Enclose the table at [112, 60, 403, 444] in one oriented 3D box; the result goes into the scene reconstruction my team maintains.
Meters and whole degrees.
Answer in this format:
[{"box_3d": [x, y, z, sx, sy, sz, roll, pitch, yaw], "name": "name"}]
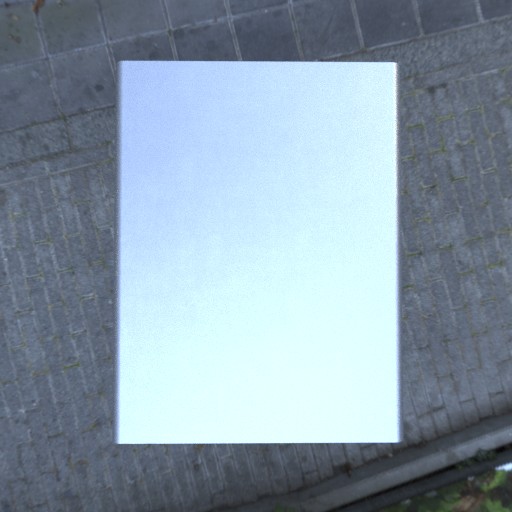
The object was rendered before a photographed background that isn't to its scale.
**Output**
[{"box_3d": [0.000, 0.000, 1.320, 0.584, 0.876, 0.762, 0, 88, -1], "name": "table"}]
